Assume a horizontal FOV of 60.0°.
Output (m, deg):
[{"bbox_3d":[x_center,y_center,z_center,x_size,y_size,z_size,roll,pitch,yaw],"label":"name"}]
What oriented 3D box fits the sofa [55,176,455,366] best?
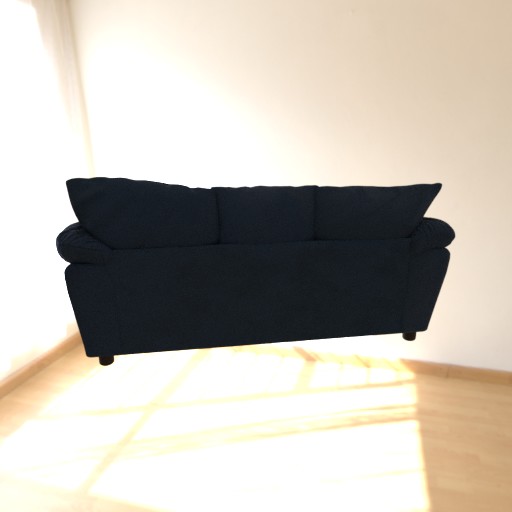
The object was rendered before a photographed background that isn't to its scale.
[{"bbox_3d":[0.000,0.000,2.903,2.390,1.091,0.907,-3,15,-10],"label":"sofa"}]
